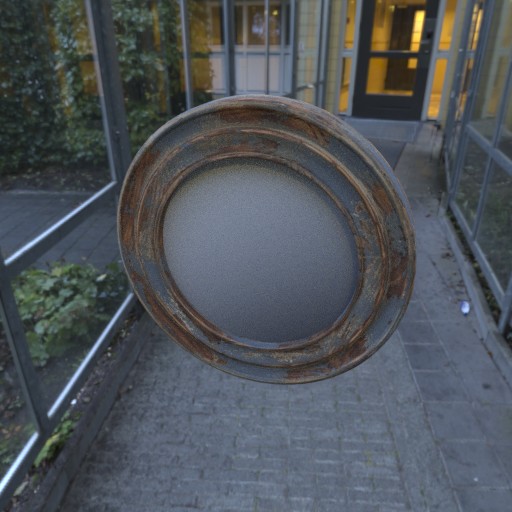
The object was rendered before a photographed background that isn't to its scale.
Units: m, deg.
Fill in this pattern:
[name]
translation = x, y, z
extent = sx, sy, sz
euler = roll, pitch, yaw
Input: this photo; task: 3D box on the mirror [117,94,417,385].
[mirror]
translation = 0.000, 0.000, 0.857
extent = 0.585, 0.585, 0.061
euler = 8, 27, 16
